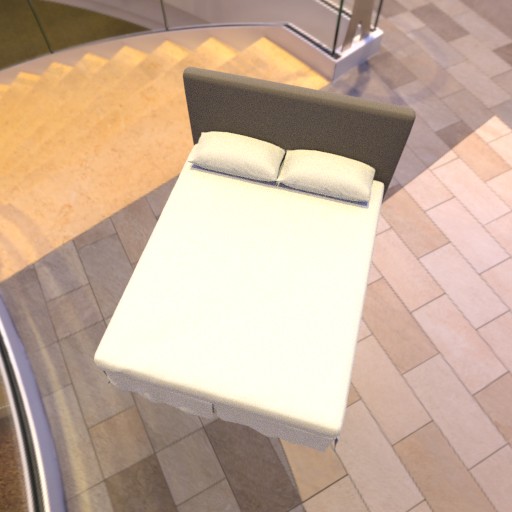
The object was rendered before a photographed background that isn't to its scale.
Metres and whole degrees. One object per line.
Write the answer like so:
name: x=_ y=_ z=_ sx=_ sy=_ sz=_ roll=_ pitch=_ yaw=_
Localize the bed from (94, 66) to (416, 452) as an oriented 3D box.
bed: x=0.000 y=0.000 z=3.187 sx=1.748 sy=1.330 sz=2.142 roll=14 pitch=61 yaw=8
